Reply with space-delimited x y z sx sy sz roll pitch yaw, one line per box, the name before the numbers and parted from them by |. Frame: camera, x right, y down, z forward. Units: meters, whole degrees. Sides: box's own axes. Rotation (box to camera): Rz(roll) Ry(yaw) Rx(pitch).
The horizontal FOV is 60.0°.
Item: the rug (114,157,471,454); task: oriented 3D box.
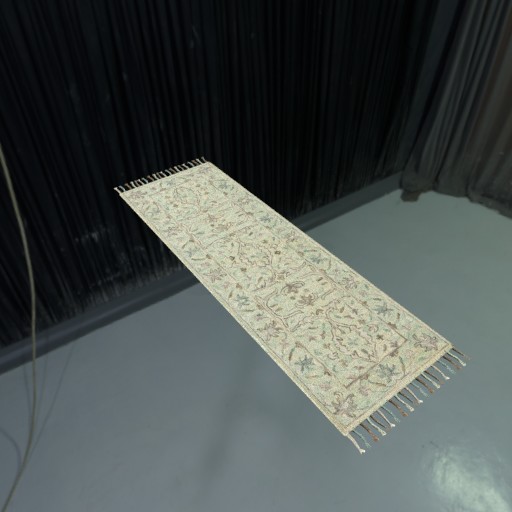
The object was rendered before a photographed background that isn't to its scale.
rug | 0.000 0.000 2.683 0.769 0.013 2.440 -27 48 -27
